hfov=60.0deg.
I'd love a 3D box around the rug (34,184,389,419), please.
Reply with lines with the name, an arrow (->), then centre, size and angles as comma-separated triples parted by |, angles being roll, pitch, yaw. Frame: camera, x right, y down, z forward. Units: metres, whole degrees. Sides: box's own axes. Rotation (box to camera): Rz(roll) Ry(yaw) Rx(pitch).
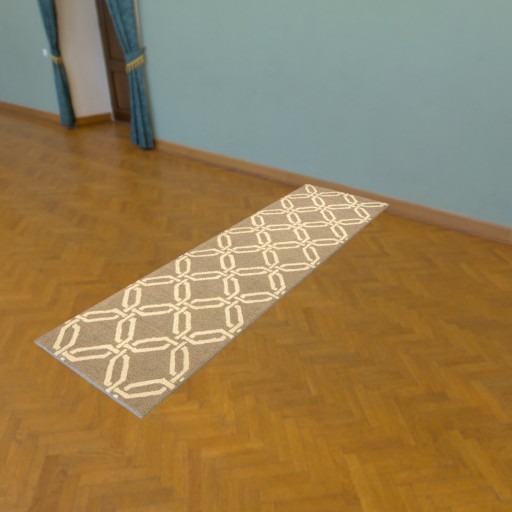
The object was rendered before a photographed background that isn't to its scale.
rug -> 0.000, 0.000, 2.502 | 0.678, 0.014, 2.276 | 20, 36, 31
